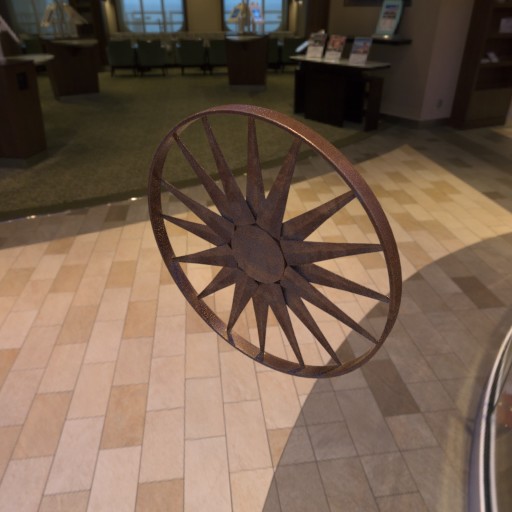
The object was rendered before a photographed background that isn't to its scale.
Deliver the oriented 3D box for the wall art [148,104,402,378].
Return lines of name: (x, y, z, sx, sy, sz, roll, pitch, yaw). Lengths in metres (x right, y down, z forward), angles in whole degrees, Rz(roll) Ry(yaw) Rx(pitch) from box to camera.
wall art: (0.000, 0.000, 0.885, 0.582, 0.583, 0.084, 20, 35, 31)
